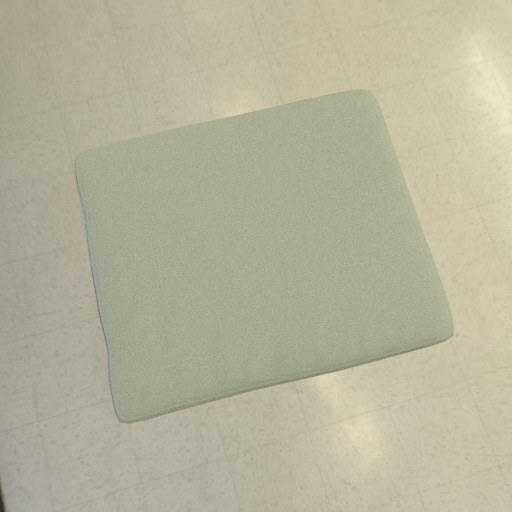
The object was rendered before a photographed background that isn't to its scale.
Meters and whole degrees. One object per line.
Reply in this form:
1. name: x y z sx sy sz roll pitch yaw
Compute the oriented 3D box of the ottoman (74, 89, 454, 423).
1. ottoman: 0.000 0.000 1.497 0.991 0.494 0.842 -14 77 -3
